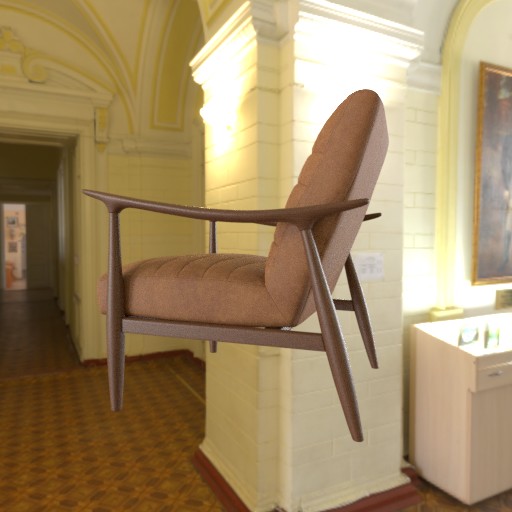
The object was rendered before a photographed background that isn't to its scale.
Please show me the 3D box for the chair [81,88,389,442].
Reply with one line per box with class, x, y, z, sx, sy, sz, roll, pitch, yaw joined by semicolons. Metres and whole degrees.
chair;0.000;0.000;1.423;0.798;0.832;0.741;1;2;18
